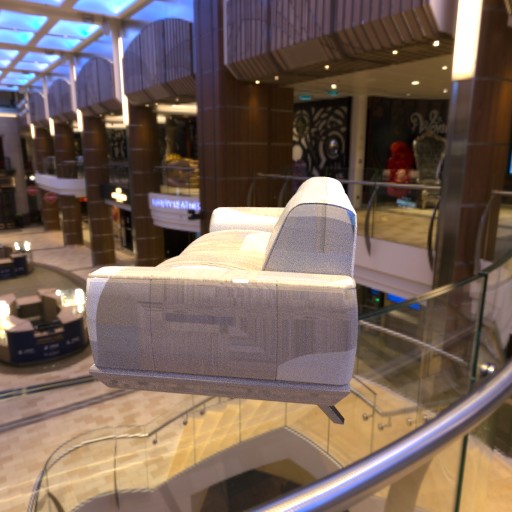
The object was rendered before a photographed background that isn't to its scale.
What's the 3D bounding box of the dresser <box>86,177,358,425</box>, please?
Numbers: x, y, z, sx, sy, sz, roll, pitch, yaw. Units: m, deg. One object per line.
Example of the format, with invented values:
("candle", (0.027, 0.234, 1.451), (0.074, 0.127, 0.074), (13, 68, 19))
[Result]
("dresser", (0.000, 0.000, 5.692), (2.251, 1.863, 4.679), (2, 13, 8))
